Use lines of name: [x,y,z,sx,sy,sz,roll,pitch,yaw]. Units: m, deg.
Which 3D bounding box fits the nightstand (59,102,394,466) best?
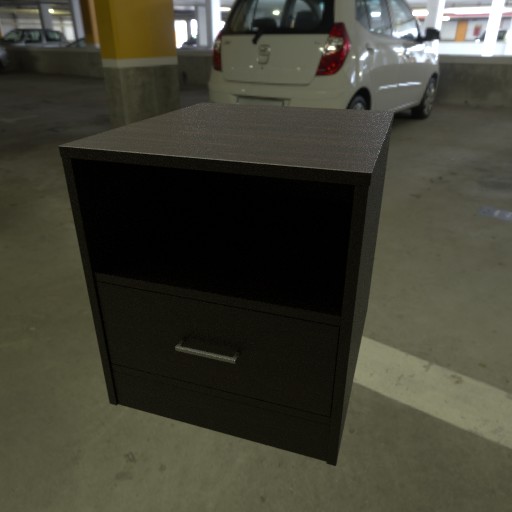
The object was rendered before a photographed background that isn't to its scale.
nightstand: [0.000,0.000,0.806,0.400,0.460,0.461,8,28,17]
